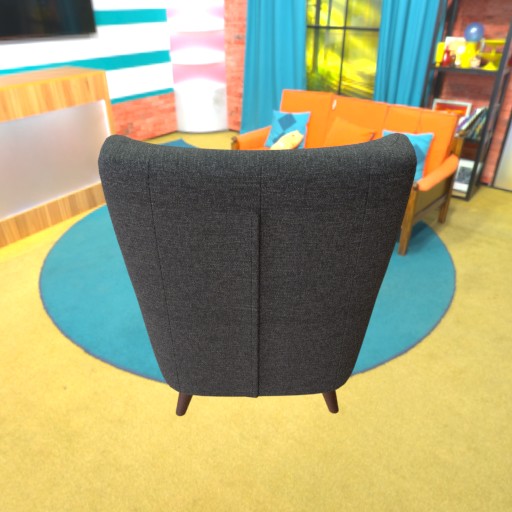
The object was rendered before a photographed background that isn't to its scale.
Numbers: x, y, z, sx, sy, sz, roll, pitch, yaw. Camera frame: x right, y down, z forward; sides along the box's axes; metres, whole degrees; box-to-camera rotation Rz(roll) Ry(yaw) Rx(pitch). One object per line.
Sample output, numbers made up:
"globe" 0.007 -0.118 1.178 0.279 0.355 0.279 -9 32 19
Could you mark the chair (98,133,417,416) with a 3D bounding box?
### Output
"chair" 0.000 0.000 1.706 0.878 1.063 0.904 -1 31 -1
